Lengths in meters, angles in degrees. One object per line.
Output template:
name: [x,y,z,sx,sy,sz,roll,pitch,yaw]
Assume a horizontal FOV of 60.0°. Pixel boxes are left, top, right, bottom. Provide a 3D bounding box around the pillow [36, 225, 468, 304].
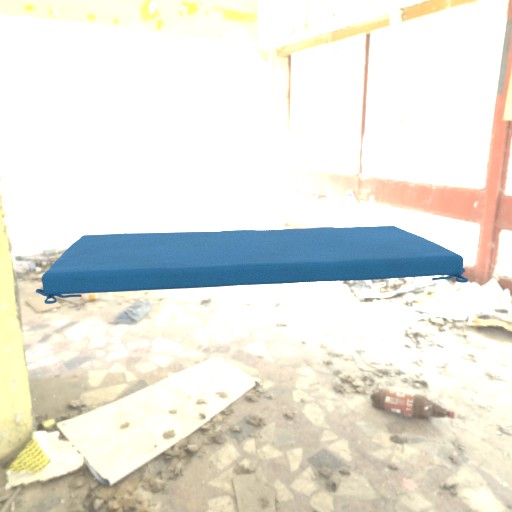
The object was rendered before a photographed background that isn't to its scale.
pillow: [0.000,0.000,1.379,1.187,0.081,0.492,-2,16,-8]
